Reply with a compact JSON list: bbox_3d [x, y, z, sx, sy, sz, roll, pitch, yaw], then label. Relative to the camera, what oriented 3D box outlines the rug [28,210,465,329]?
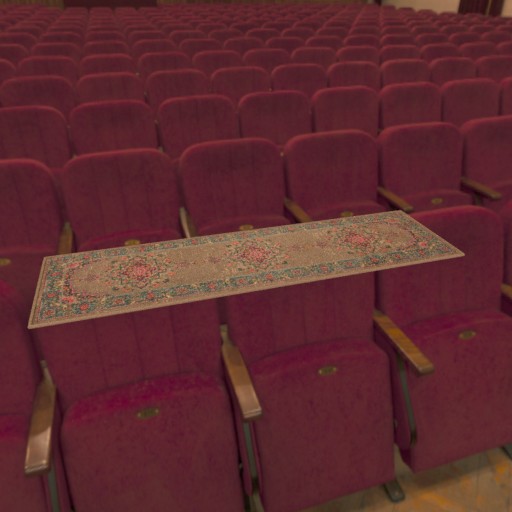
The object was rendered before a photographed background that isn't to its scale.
[{"bbox_3d":[0.000,0.000,2.509,2.297,0.019,0.659,-8,30,-15],"label":"rug"}]
